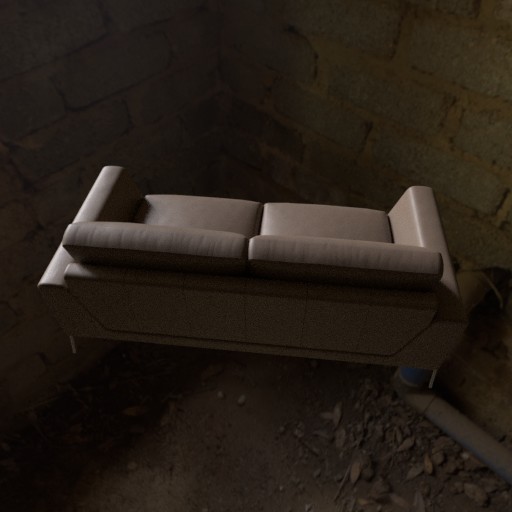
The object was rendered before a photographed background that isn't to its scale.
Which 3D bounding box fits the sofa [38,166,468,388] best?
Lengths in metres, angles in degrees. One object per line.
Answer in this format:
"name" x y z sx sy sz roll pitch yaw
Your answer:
"sofa" 0.000 0.000 2.465 2.017 0.875 0.953 4 48 4
